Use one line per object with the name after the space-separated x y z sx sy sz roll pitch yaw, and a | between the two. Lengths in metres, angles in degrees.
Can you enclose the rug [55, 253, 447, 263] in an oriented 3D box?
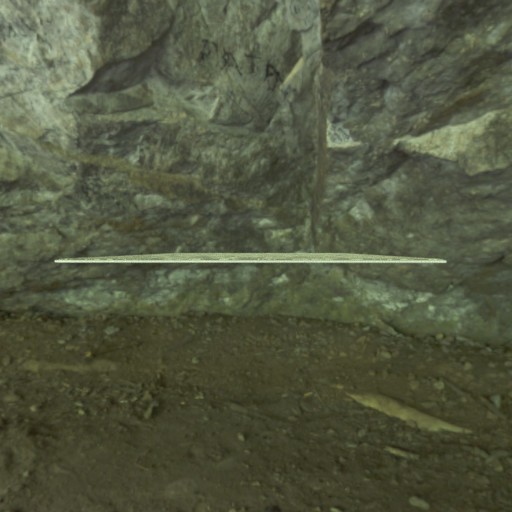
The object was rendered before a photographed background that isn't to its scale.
0.000 0.000 2.270 1.206 0.012 1.824 0 1 1 | rug
